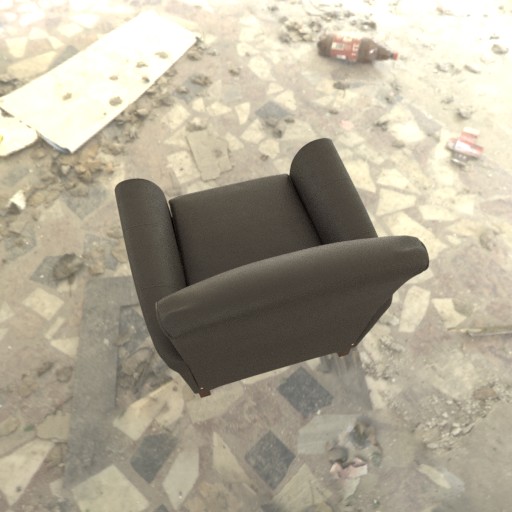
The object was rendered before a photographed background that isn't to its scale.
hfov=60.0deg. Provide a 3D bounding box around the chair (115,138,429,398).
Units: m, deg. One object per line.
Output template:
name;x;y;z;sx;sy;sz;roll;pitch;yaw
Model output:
chair;0.000;0.000;1.759;0.978;1.061;0.902;-14;59;-9
